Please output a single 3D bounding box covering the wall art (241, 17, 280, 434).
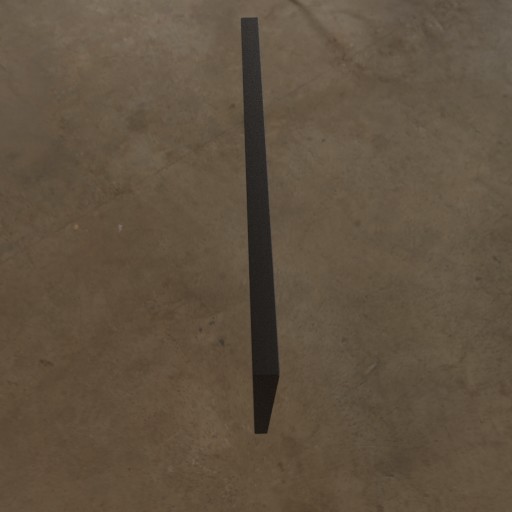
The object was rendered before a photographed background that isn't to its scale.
[{"bbox_3d":[0.000,0.000,1.116,0.037,0.763,0.763,-2,63,-1],"label":"wall art"}]
